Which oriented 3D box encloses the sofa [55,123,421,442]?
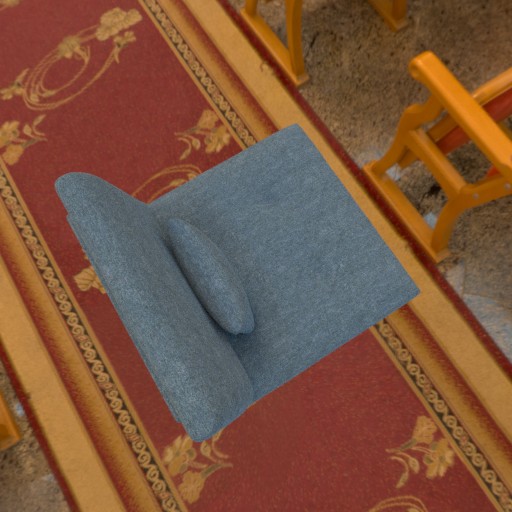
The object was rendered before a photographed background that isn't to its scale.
[{"bbox_3d":[0.000,0.000,1.709,1.000,0.820,0.930,-31,77,-8],"label":"sofa"}]
